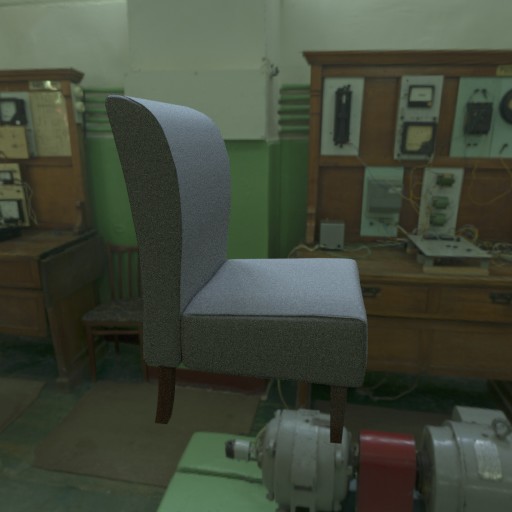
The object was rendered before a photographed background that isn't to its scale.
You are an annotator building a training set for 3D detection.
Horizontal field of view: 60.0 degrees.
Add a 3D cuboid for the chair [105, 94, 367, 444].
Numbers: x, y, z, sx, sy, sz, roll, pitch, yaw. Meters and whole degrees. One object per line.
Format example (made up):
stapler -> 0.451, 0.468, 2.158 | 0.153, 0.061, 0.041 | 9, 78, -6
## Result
chair -> 0.000, 0.000, 1.204 | 0.592, 0.804, 0.513 | 2, 16, 8
